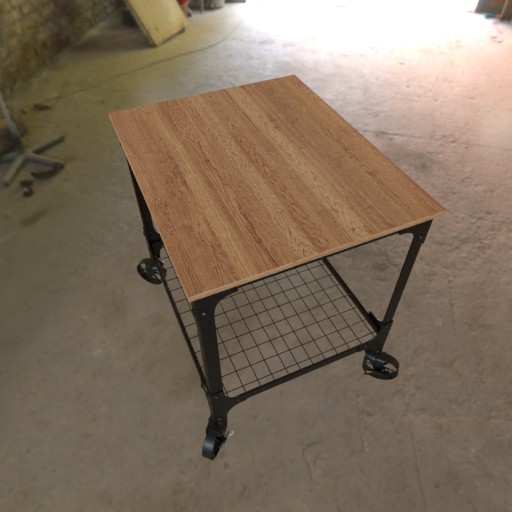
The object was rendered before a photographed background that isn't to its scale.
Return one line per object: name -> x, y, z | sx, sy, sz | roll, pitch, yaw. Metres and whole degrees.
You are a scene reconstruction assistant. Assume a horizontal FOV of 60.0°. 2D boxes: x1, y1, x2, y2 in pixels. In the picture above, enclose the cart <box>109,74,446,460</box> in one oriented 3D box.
cart -> 0.000, 0.000, 1.126 | 0.558, 0.603, 0.666 | -18, 50, -16
